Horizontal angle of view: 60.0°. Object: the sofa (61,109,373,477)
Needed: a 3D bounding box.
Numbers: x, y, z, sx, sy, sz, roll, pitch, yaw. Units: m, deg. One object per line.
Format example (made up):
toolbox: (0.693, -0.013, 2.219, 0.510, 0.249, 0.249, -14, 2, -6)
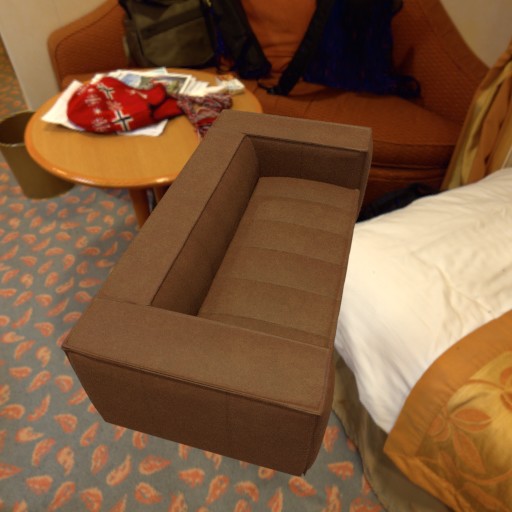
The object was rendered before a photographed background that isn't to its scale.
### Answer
sofa: (0.000, 0.000, 2.556, 1.102, 0.703, 2.088, 11, 46, 11)
